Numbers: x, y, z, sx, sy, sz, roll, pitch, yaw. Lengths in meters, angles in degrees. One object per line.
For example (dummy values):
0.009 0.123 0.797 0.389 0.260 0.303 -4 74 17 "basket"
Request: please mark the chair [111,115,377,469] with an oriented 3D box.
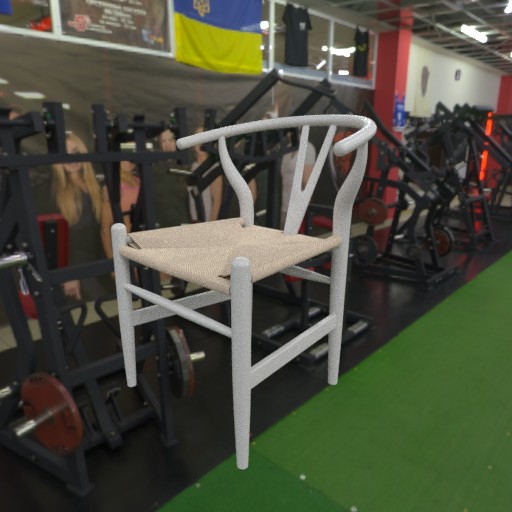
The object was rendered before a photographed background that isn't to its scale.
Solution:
0.000 0.000 1.181 0.569 0.730 0.579 15 21 42 "chair"
